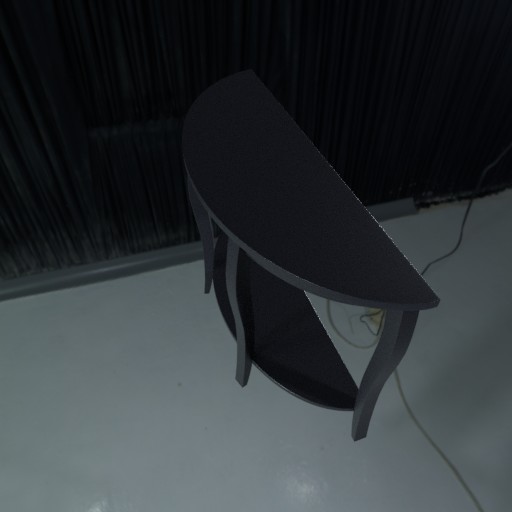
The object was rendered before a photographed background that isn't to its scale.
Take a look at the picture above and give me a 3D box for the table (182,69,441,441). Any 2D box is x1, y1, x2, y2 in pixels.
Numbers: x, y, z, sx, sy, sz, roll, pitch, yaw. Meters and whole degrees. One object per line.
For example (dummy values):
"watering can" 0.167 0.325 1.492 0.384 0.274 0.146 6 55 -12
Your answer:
"table" 0.000 0.000 1.565 0.394 0.780 1.219 -14 47 -13
